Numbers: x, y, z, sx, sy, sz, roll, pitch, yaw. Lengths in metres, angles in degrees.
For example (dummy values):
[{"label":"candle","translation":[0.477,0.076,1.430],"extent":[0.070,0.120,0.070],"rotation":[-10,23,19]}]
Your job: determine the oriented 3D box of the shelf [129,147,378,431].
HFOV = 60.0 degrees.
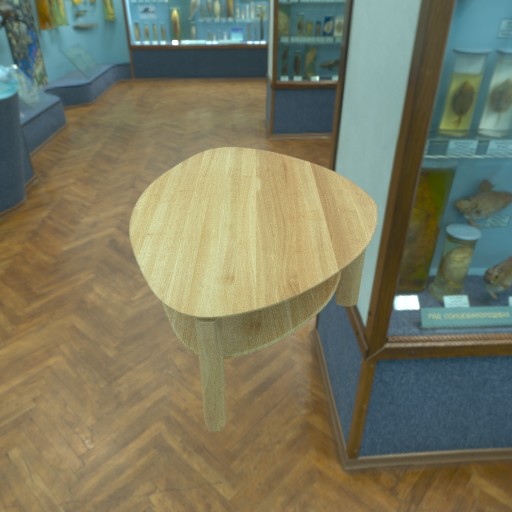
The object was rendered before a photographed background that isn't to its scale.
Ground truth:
[{"label":"shelf","translation":[0.000,0.000,1.678],"extent":[0.845,0.440,1.246],"rotation":[0,32,0]}]
